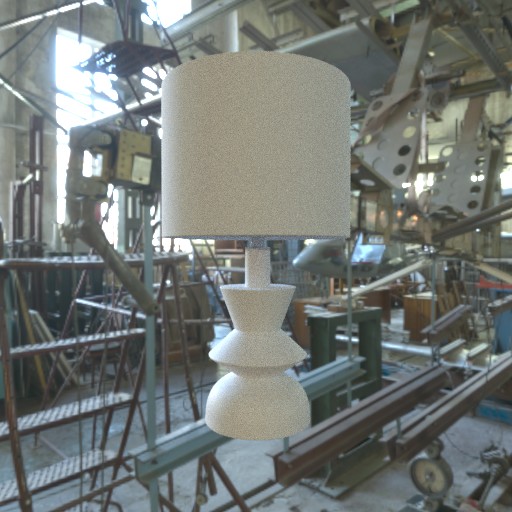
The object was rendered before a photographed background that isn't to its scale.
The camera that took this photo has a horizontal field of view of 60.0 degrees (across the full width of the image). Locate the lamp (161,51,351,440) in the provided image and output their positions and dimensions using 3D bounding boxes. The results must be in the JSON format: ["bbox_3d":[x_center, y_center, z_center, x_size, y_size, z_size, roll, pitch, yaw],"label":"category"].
[{"bbox_3d":[0.000,0.000,0.724,0.301,0.533,0.301,0,1,0],"label":"lamp"}]
